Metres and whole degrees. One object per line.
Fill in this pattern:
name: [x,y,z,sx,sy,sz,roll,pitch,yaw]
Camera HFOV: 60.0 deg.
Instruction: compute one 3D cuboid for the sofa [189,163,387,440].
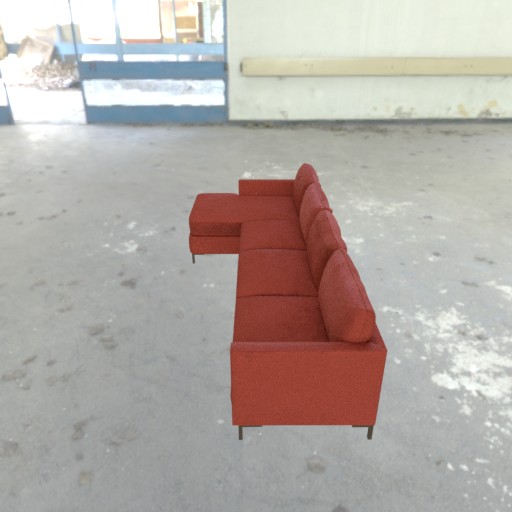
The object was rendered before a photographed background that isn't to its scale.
sofa: [0.000,0.000,4.148,1.500,0.967,3.400,0,27,0]
